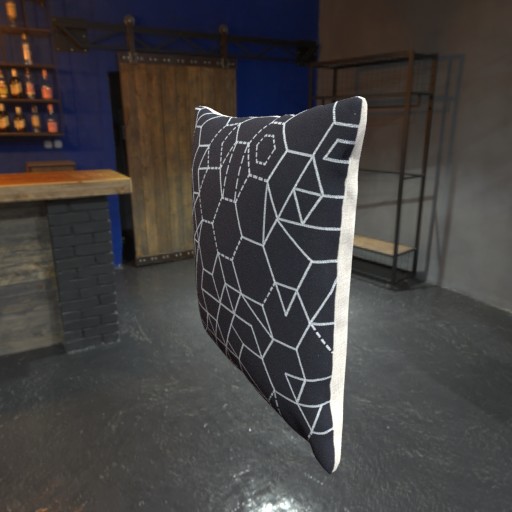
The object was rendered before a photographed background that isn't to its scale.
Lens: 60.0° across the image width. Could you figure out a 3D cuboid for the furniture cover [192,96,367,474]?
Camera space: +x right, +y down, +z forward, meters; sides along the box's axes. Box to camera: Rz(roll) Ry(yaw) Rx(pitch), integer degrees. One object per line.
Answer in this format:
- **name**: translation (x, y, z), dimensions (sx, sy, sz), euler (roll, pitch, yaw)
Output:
- **furniture cover**: translation (0.000, 0.000, 0.773), dimensions (0.158, 0.508, 0.517), euler (-9, 19, -26)
